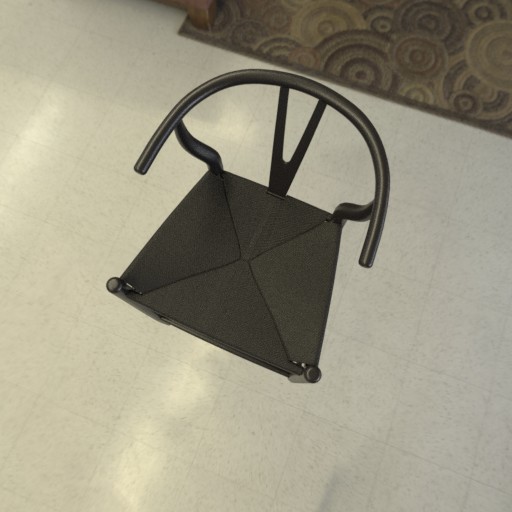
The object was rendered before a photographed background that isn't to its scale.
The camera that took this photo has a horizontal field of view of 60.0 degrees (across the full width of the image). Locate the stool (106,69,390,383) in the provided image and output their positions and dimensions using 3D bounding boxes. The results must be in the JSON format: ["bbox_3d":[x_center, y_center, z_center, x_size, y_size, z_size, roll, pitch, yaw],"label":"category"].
[{"bbox_3d":[0.000,0.000,1.348,0.569,0.970,0.579,23,75,6],"label":"stool"}]
